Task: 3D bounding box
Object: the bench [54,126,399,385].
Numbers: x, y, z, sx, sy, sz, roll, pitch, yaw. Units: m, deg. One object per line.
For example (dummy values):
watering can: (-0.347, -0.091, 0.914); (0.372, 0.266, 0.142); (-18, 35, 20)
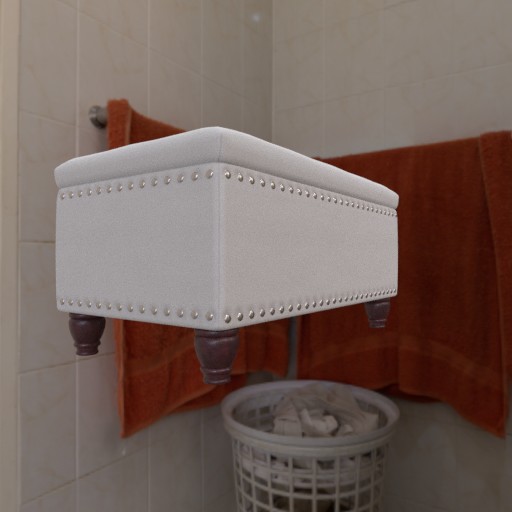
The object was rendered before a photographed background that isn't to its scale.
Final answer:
bench: (0.000, 0.000, 1.213); (0.500, 0.449, 0.887); (0, -1, 36)
